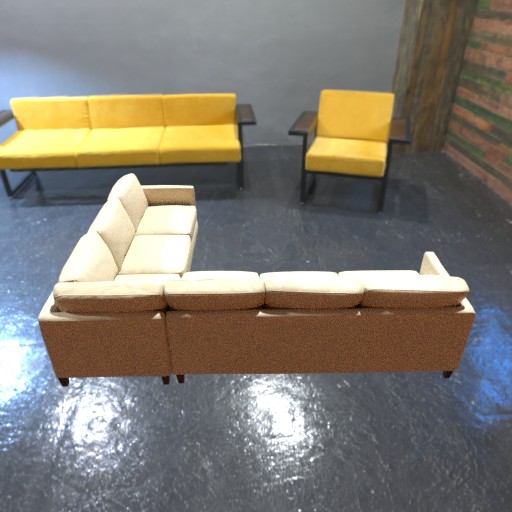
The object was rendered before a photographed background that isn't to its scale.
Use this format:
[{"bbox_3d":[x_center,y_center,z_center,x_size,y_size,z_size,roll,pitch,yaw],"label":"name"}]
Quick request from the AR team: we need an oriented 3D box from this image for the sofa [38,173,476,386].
[{"bbox_3d":[0.000,0.000,4.471,3.302,0.947,2.593,-1,31,-1],"label":"sofa"}]
